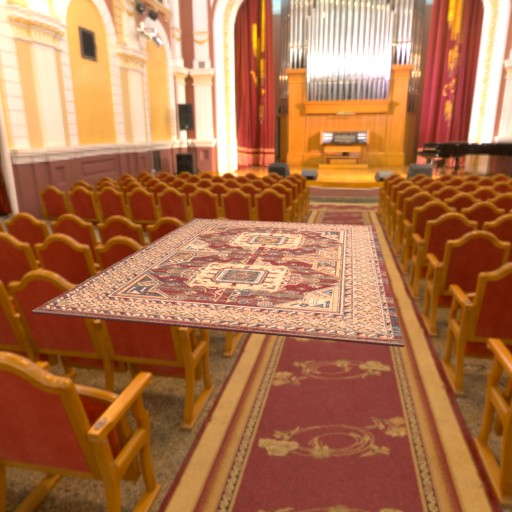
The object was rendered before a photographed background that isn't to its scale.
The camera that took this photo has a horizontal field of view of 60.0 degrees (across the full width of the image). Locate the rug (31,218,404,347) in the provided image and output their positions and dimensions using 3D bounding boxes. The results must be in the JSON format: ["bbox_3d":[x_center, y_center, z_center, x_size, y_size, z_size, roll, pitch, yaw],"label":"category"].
[{"bbox_3d":[0.000,0.000,2.871,1.599,0.011,2.210,3,16,11],"label":"rug"}]
